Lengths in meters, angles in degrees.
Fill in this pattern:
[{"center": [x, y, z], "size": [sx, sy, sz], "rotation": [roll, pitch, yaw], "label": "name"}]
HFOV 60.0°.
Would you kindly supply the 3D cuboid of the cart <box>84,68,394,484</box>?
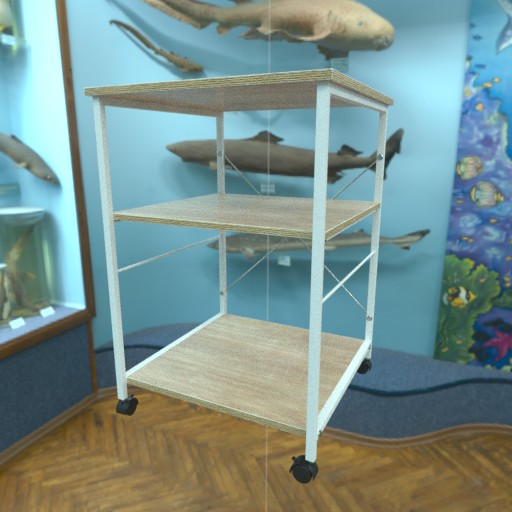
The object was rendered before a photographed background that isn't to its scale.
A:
[{"center": [0.000, 0.000, 1.103], "size": [0.521, 0.762, 0.520], "rotation": [7, 16, 26], "label": "cart"}]
